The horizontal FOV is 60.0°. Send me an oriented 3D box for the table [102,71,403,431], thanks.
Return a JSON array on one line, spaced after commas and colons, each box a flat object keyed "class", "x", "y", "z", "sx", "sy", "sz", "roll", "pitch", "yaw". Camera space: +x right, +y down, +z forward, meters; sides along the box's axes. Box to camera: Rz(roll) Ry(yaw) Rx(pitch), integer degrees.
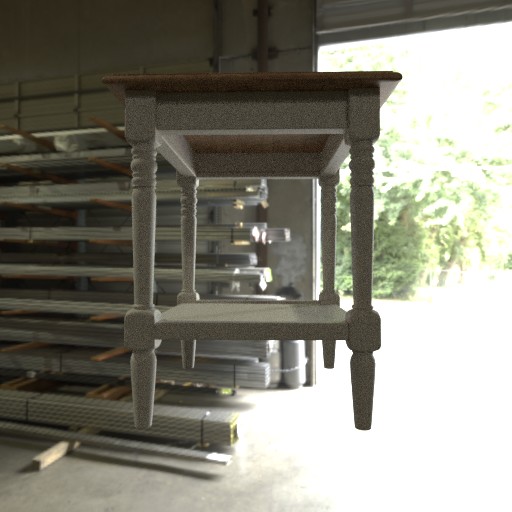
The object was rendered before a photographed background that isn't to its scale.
[{"class": "table", "x": 0.000, "y": 0.000, "z": 0.923, "sx": 0.457, "sy": 0.561, "sz": 0.508, "roll": 0, "pitch": -1, "yaw": 2}]
